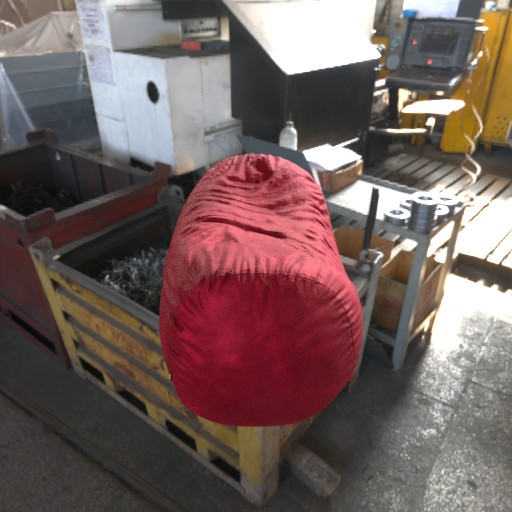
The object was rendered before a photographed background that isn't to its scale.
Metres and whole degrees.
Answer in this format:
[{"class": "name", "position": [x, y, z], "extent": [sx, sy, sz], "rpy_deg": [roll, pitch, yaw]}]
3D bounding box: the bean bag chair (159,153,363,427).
[{"class": "bean bag chair", "position": [0.000, 0.000, 2.952], "extent": [1.216, 0.867, 2.293], "rpy_deg": [0, 31, -1]}]
